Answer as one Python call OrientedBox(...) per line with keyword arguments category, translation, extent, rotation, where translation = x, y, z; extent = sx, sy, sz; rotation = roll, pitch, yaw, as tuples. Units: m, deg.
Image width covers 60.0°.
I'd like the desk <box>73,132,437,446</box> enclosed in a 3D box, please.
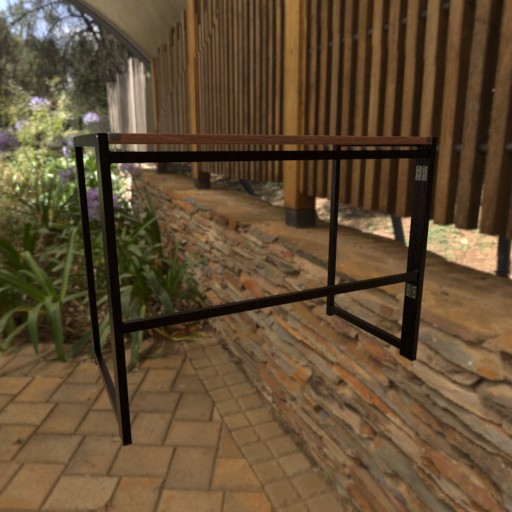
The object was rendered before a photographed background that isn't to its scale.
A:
OrientedBox(category="desk", translation=(0.000, 0.000, 1.468), extent=(1.016, 0.762, 0.508), rotation=(-7, 16, -26))
